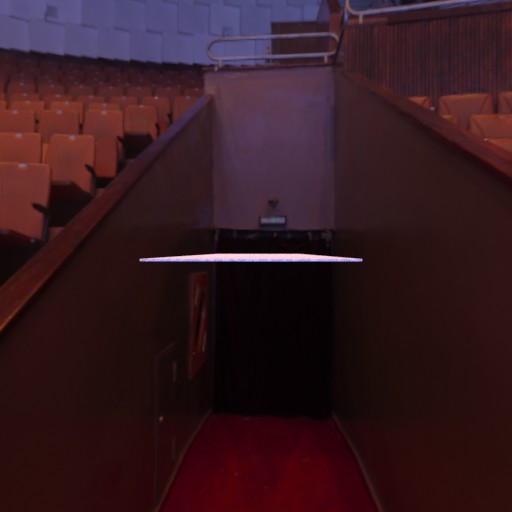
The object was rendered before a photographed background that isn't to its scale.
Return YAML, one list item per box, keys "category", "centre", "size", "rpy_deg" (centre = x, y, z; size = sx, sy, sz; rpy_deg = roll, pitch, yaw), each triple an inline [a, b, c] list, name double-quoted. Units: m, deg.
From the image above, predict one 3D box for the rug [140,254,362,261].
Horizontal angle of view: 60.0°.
- category: "rug"
  centre: [0.000, 0.000, 2.466]
  size: [0.676, 0.008, 2.277]
  rpy_deg: [0, 1, 1]
